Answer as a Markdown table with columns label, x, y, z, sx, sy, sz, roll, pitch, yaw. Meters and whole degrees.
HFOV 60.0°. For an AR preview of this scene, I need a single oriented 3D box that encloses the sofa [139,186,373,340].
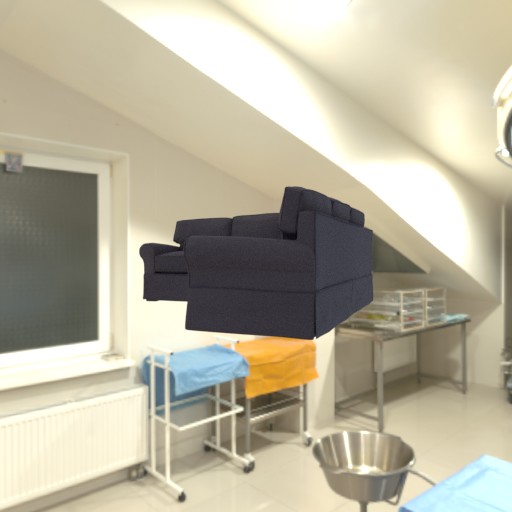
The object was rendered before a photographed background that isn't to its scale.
| label | x | y | z | sx | sy | sz | roll | pitch | yaw |
| --- | --- | --- | --- | --- | --- | --- | --- | --- | --- |
| sofa | 0.000 | 0.000 | 5.063 | 2.874 | 1.169 | 3.773 | 0 | 1 | -36 |
